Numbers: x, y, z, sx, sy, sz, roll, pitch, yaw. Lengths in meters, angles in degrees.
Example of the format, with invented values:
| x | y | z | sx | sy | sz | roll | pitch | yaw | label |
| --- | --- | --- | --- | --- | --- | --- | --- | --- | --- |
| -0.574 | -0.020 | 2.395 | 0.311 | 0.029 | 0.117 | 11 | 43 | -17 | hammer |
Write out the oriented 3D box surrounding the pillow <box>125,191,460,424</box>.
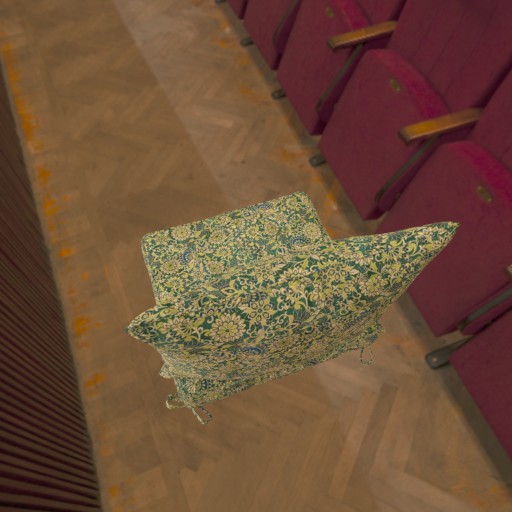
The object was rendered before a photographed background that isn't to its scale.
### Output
| x | y | z | sx | sy | sz | roll | pitch | yaw | label |
| --- | --- | --- | --- | --- | --- | --- | --- | --- | --- |
| 0.000 | 0.000 | 1.368 | 0.798 | 0.722 | 0.740 | -17 | 59 | -10 | pillow |
